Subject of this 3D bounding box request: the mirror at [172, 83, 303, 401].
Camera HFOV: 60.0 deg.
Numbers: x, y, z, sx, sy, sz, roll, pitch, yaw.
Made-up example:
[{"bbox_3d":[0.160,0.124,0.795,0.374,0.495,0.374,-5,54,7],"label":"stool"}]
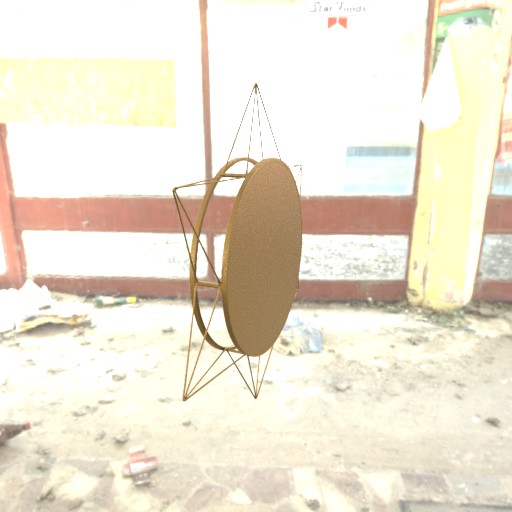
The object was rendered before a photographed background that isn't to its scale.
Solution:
[{"bbox_3d":[0.000,0.000,0.793,0.062,0.581,0.498,7,16,23],"label":"mirror"}]
